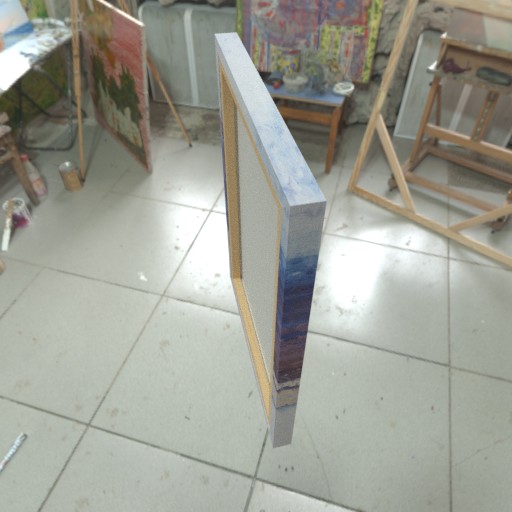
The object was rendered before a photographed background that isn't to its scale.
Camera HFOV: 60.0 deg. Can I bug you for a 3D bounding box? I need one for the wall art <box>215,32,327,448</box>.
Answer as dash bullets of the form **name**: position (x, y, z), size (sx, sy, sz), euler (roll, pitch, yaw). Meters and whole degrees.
- **wall art**: position (0.000, 0.000, 0.766), size (0.036, 0.581, 0.437), euler (-9, 47, -9)
